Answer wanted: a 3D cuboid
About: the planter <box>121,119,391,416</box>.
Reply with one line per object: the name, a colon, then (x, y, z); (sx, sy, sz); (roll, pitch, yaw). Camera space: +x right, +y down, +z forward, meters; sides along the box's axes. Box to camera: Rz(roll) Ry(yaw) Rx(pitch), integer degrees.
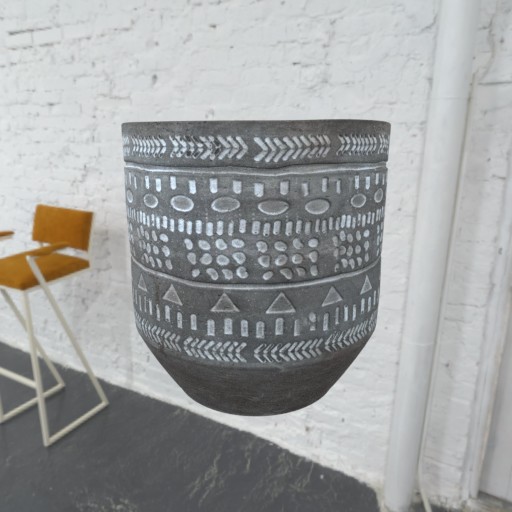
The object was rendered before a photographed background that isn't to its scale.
planter: (0.000, 0.000, 0.260); (0.142, 0.149, 0.142); (0, 15, 0)
